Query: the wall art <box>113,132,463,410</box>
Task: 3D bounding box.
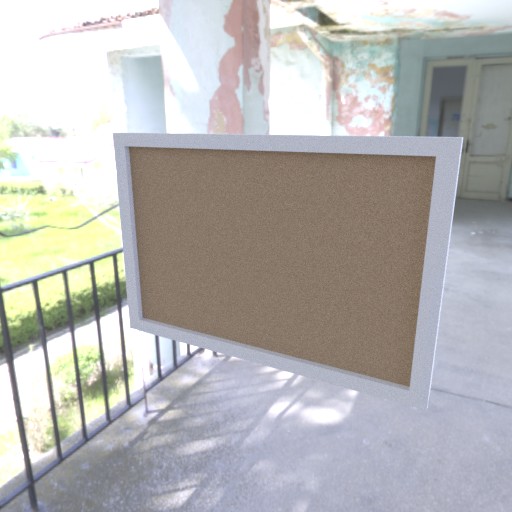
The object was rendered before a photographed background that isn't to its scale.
[{"bbox_3d":[0.000,0.000,1.449,1.144,0.767,0.038,9,19,27],"label":"wall art"}]
